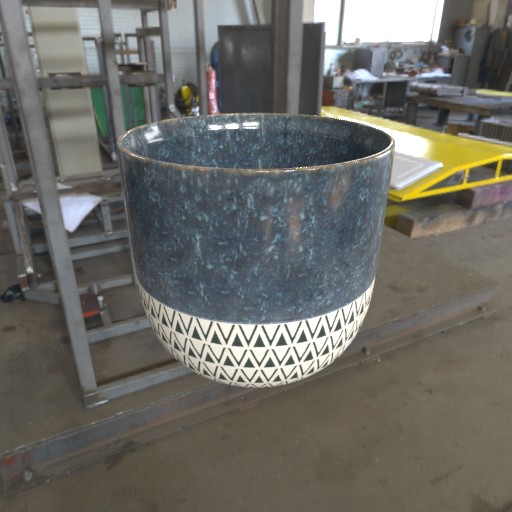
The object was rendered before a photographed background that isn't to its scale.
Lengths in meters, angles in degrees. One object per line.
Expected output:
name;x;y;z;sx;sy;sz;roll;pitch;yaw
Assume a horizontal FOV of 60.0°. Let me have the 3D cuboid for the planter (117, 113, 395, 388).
planter;0.000;0.000;0.497;0.266;0.270;0.266;0;26;0
